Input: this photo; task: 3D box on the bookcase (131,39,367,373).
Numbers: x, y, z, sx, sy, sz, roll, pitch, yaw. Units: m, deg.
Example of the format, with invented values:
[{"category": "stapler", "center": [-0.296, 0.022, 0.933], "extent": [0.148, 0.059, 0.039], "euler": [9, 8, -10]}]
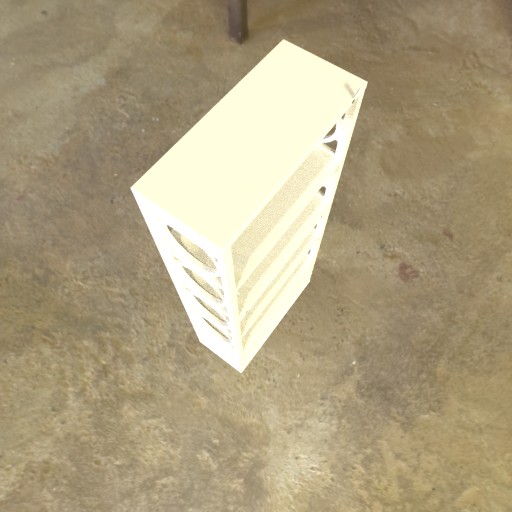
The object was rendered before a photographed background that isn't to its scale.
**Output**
[{"category": "bookcase", "center": [0.000, 0.000, 2.158], "extent": [0.361, 1.869, 0.761], "euler": [34, 69, 15]}]
